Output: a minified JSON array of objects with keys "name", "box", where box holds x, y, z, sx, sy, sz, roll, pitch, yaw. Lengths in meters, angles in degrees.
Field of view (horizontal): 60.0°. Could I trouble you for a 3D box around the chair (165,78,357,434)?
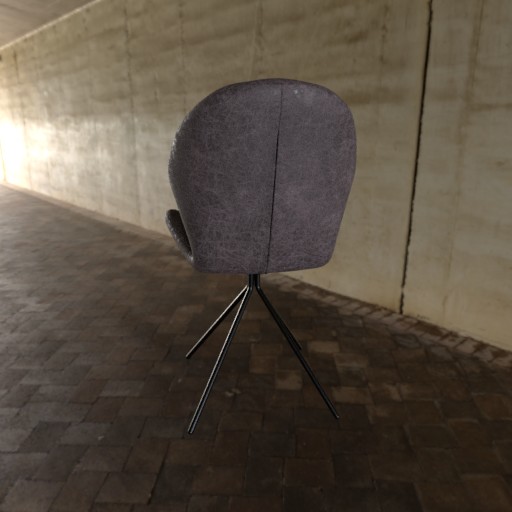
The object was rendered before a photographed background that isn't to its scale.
[{"name":"chair","box":[0.000,0.000,1.326,0.527,0.934,0.640,-3,16,-9]}]
